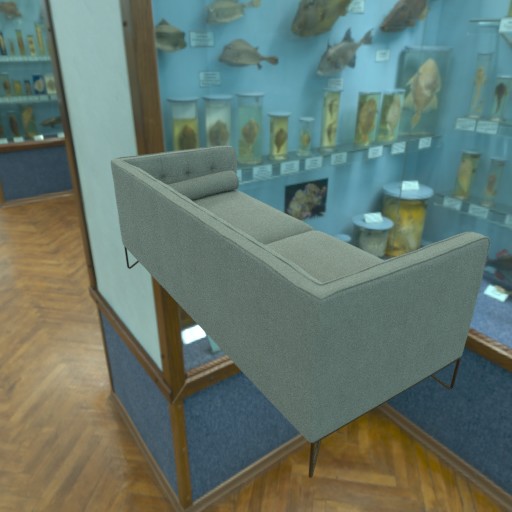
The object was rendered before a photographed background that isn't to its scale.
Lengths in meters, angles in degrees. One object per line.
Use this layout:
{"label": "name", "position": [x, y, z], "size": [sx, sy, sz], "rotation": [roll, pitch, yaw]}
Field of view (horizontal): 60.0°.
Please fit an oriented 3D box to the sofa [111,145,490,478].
{"label": "sofa", "position": [0.000, 0.000, 2.463], "size": [0.912, 0.798, 2.079], "rotation": [-16, 30, -30]}
